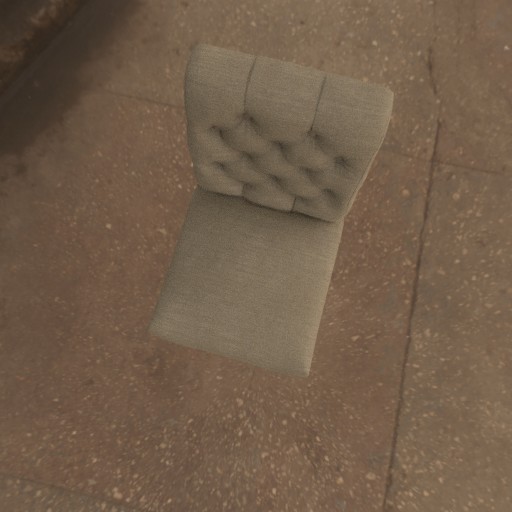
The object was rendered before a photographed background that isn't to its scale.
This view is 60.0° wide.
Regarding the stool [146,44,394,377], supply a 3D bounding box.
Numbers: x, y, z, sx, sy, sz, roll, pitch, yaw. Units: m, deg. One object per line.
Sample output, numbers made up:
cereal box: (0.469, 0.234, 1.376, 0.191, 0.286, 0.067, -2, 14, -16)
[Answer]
stool: (0.000, 0.000, 1.418, 0.486, 1.084, 0.660, 15, 77, 4)
